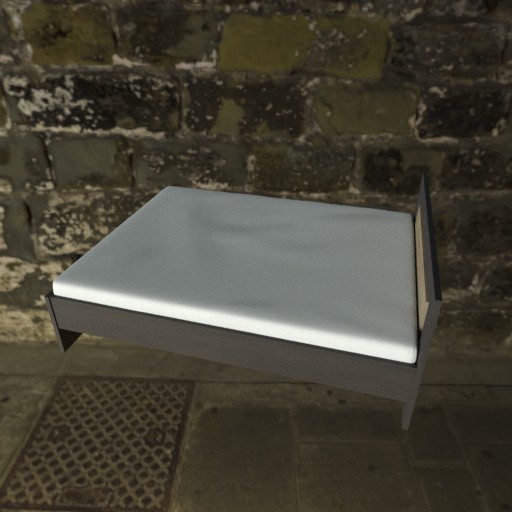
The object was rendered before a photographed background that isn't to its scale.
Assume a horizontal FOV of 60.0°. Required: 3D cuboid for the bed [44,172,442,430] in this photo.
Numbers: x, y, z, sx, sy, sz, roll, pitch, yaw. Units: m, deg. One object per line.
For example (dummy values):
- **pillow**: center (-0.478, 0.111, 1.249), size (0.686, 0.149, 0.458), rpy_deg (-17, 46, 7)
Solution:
- **bed**: center (0.000, 0.000, 2.954), size (2.073, 0.823, 1.585), rpy_deg (8, 32, 14)
